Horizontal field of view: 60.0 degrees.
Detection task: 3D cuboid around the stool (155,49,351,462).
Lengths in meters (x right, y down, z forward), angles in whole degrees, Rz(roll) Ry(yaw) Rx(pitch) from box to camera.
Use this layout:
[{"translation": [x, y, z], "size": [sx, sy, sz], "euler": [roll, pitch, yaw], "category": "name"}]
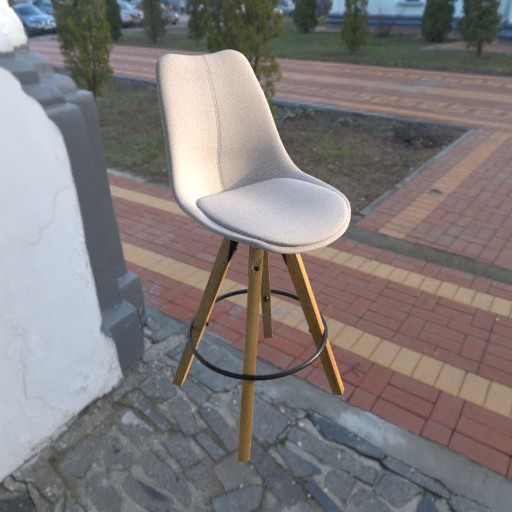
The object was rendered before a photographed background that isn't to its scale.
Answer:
[{"translation": [0.000, 0.000, 1.370], "size": [0.484, 1.115, 0.550], "euler": [-21, 36, -32], "category": "stool"}]
